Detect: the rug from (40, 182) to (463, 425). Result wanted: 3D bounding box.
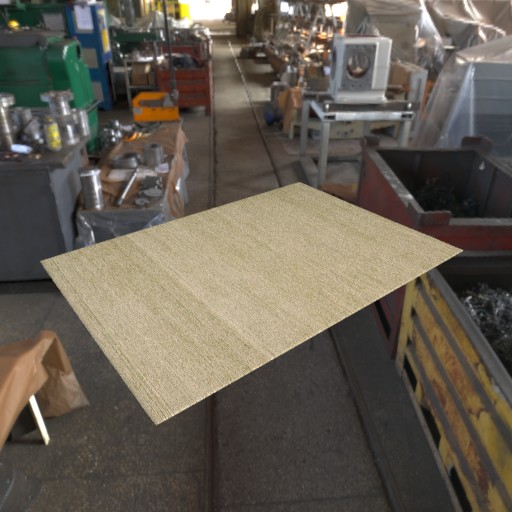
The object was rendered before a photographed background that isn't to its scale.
[{"bbox_3d":[0.000,0.000,5.039,3.935,0.025,2.782,-22,37,-32],"label":"rug"}]
